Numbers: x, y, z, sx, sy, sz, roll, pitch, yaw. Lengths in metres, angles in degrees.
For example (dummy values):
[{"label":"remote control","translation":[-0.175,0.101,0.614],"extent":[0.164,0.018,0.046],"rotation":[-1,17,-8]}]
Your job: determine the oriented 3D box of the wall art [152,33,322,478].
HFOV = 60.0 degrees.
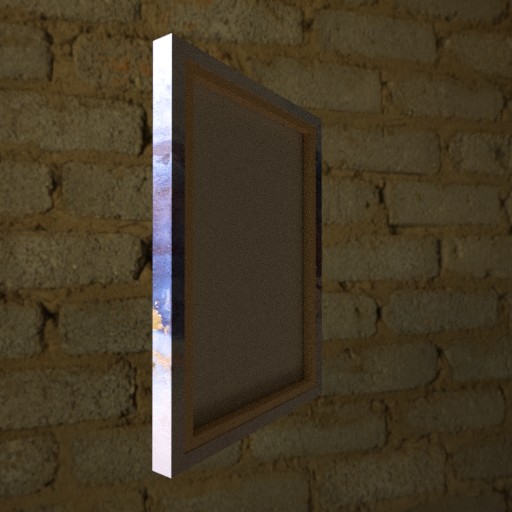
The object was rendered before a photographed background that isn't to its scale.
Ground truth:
[{"label":"wall art","translation":[0.000,0.000,0.767],"extent":[0.036,0.581,0.437],"rotation":[0,-1,35]}]
